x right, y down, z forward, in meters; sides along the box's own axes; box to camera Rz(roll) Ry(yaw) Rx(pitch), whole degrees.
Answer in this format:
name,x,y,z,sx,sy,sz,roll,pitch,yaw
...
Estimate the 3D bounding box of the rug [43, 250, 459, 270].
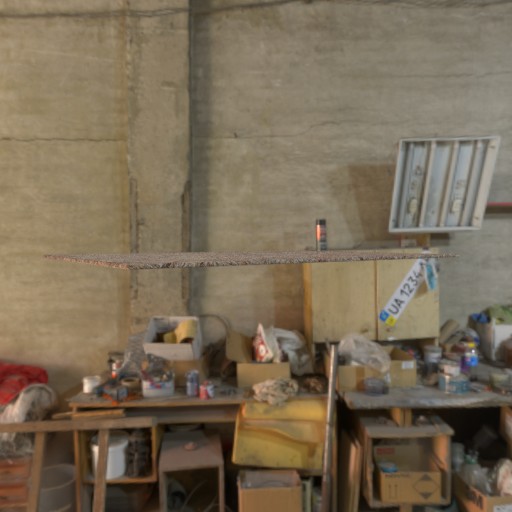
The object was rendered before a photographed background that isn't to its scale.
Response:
name,x,y,z,sx,sy,sz,roll,pitch,yaw
rug,0.000,0.000,2.916,2.285,0.019,1.523,-1,2,-36
